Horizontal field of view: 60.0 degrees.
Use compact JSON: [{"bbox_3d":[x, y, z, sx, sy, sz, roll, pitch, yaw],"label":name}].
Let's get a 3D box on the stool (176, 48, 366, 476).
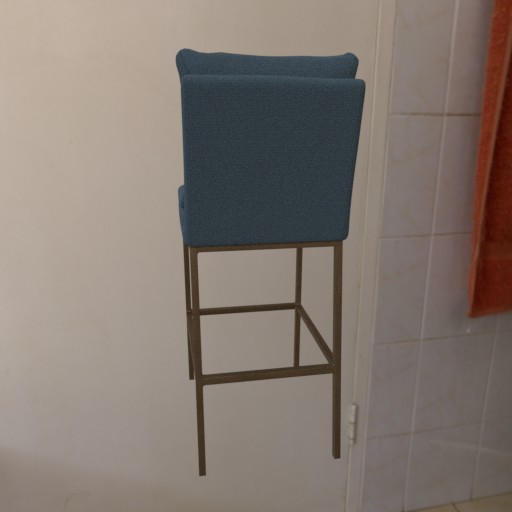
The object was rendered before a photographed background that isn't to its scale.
[{"bbox_3d":[0.000,0.000,1.386,0.463,1.124,0.568,-3,16,-10],"label":"stool"}]
